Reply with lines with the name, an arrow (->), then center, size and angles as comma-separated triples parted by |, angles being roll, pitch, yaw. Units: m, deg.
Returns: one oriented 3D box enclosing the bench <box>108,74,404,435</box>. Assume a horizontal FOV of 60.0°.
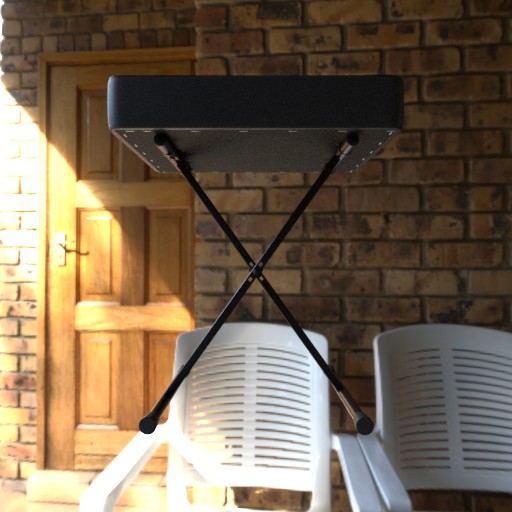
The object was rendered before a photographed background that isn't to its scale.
bench -> 0.000, 0.000, 0.772 | 0.424, 0.500, 0.321 | 0, -1, 0
